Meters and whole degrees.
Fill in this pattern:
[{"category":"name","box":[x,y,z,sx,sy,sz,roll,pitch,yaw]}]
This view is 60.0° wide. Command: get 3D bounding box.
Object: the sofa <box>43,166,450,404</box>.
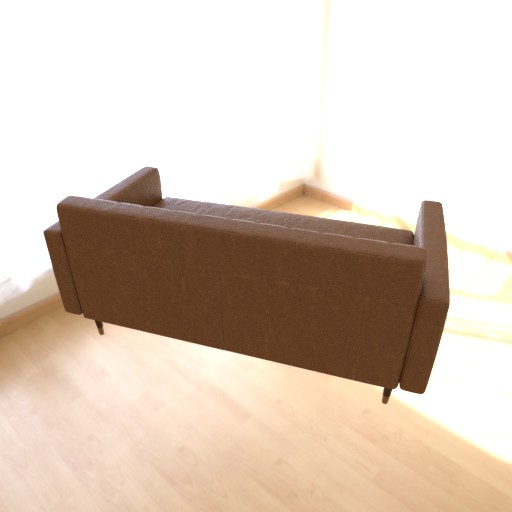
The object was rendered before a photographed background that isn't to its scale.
[{"category":"sofa","box":[0.000,0.000,2.378,1.847,0.821,0.993,10,33,15]}]
